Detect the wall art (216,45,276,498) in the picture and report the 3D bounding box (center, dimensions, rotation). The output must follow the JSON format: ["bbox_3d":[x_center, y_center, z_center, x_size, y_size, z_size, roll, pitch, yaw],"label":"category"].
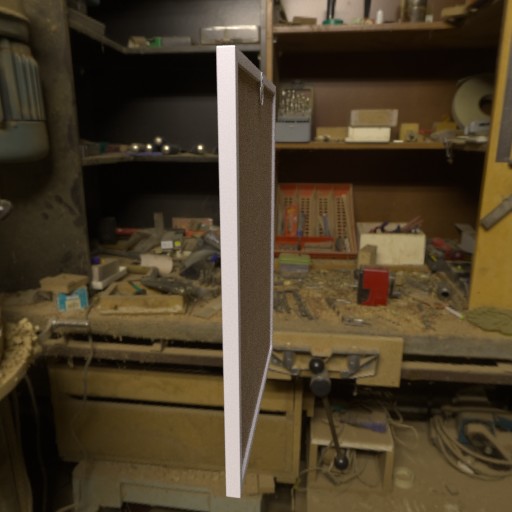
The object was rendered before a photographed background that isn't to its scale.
[{"bbox_3d":[0.000,0.000,1.371,0.042,1.056,0.805,2,16,8],"label":"wall art"}]
